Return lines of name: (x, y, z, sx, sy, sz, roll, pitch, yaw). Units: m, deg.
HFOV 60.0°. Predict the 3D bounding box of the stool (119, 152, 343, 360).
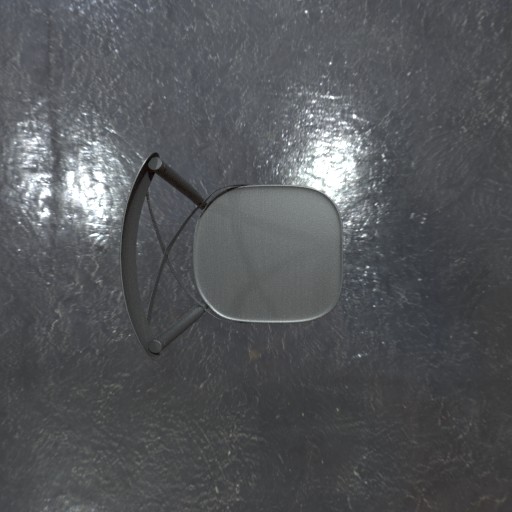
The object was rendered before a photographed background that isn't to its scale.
stool: (0.000, 0.000, 1.514, 0.584, 1.168, 0.457, 0, 90, 0)
